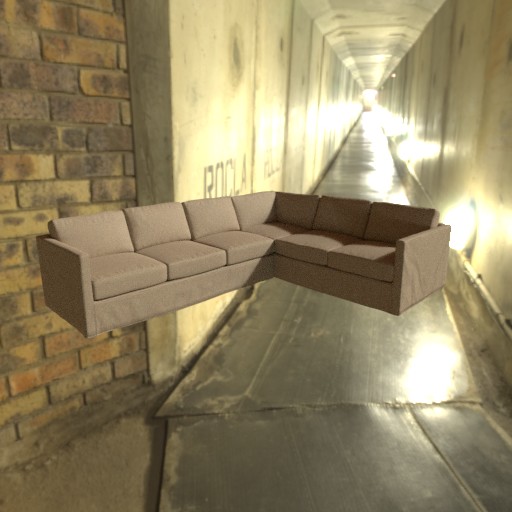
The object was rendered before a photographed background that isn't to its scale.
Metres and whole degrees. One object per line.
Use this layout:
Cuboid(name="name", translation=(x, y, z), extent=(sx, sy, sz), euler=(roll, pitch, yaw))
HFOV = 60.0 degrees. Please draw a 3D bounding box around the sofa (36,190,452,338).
Cuboid(name="sofa", translation=(0.000, 0.000, 4.264), extent=(3.182, 0.871, 2.432), euler=(-15, 21, -43))
